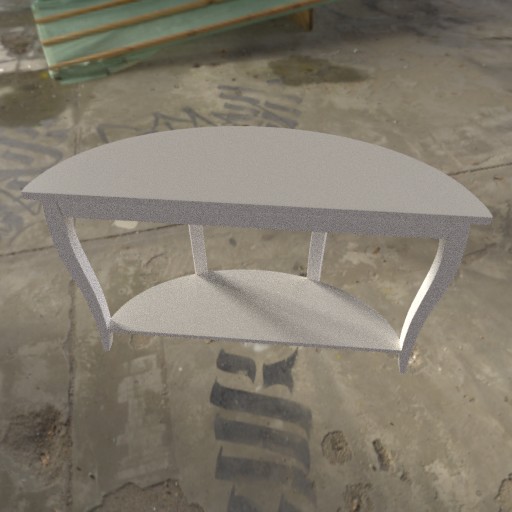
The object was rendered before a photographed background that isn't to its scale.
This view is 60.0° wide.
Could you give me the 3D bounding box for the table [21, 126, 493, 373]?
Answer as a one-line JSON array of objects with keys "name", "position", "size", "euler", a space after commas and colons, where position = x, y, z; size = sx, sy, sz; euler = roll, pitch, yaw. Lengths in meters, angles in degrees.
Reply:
[{"name": "table", "position": [0.000, 0.000, 1.556], "size": [1.219, 0.780, 0.394], "euler": [4, 46, 3]}]
